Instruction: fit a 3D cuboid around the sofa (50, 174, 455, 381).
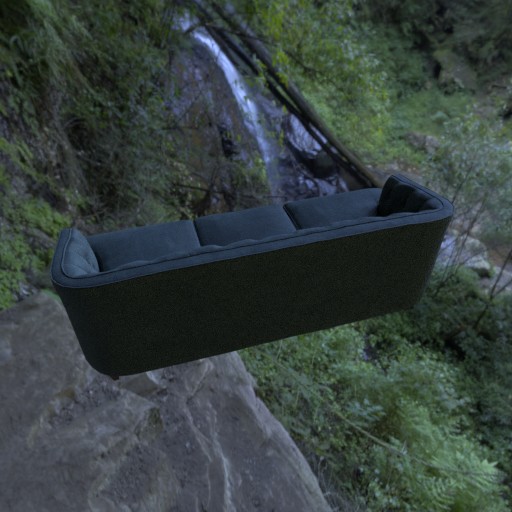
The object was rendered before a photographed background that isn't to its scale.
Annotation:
[{"bbox_3d":[0.000,0.000,2.825,2.278,0.855,0.941,-11,41,-13],"label":"sofa"}]
